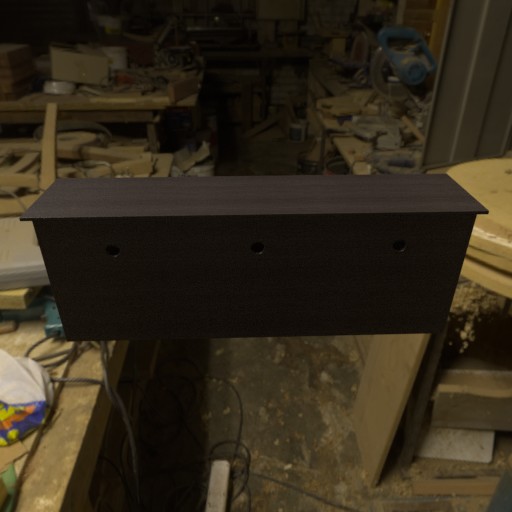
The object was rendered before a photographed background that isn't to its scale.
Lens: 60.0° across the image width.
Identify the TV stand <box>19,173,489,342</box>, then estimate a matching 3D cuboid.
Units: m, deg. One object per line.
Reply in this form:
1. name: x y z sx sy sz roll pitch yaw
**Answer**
1. TV stand: 0.000 0.000 2.006 1.778 0.610 0.406 -1 31 -2
